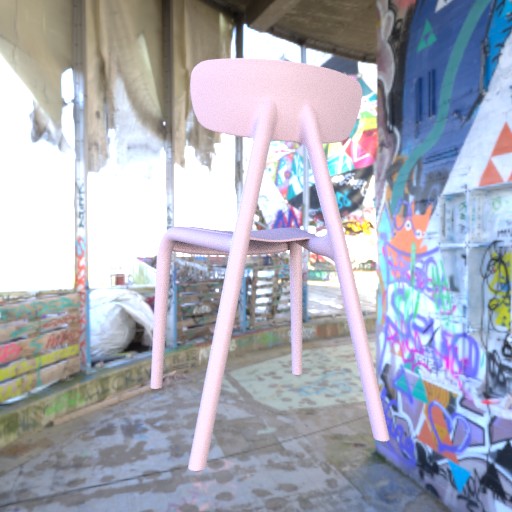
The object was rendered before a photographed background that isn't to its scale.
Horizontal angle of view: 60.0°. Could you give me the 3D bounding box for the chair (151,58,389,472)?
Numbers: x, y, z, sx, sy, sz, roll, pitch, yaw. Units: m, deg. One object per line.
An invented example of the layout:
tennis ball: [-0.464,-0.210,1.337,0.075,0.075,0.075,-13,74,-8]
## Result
chair: [0.000,0.000,0.831,0.356,0.580,0.401,0,1,-18]
